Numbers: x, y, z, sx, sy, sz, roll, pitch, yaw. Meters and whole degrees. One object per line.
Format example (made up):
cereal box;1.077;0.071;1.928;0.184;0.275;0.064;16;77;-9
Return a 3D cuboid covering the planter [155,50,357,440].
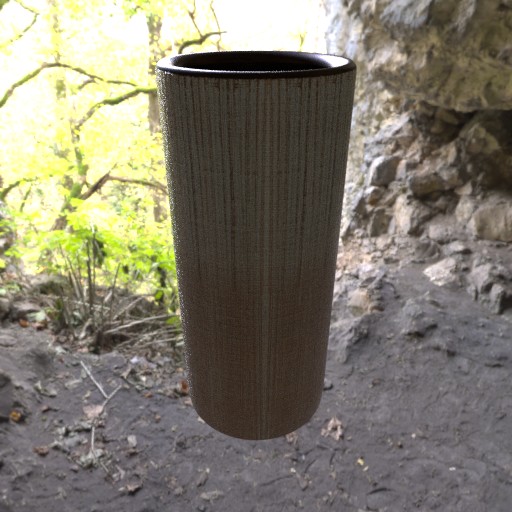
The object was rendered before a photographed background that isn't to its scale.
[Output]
planter;0.000;0.000;0.279;0.100;0.227;0.100;21;36;32
